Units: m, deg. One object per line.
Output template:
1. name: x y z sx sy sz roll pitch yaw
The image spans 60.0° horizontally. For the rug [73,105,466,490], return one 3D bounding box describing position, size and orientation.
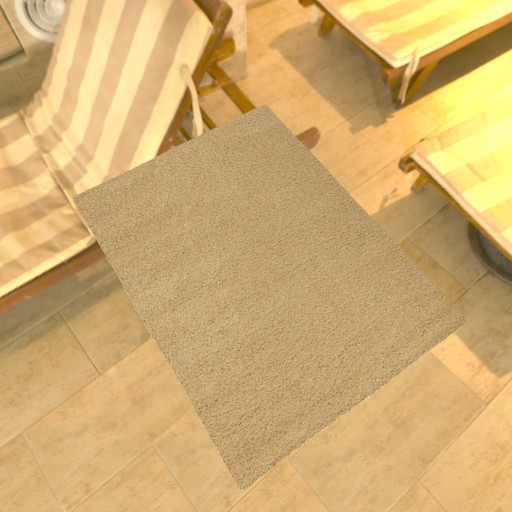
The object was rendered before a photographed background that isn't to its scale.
1. rug: 0.000 0.000 2.118 1.199 0.025 1.600 -31 66 -15
